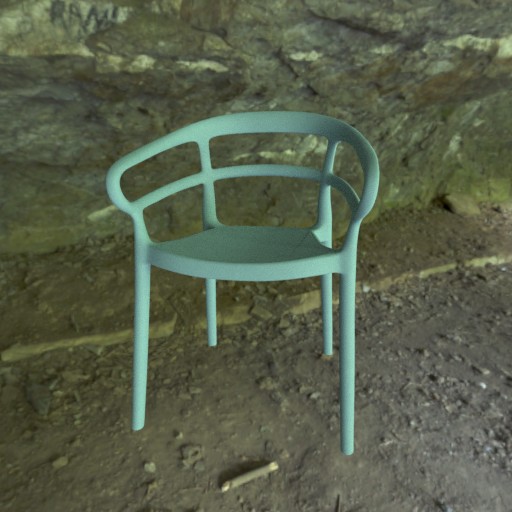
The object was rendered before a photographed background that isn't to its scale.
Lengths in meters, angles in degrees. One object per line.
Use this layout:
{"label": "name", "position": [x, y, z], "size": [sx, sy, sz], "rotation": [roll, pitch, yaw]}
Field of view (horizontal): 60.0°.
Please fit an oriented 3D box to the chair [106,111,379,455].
{"label": "chair", "position": [0.000, 0.000, 1.159], "size": [0.559, 0.761, 0.527], "rotation": [2, 14, 10]}
